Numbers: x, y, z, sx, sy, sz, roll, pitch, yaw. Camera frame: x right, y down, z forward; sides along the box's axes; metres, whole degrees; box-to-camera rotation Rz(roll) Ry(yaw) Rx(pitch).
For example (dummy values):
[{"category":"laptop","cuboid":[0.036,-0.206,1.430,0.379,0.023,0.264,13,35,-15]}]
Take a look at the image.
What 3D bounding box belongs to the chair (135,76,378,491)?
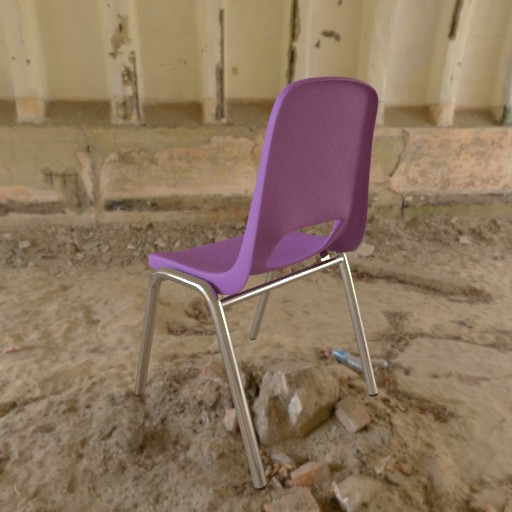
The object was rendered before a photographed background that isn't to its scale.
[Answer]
[{"category":"chair","cuboid":[0.000,0.000,0.678,0.301,0.493,0.291,16,24,42]}]
